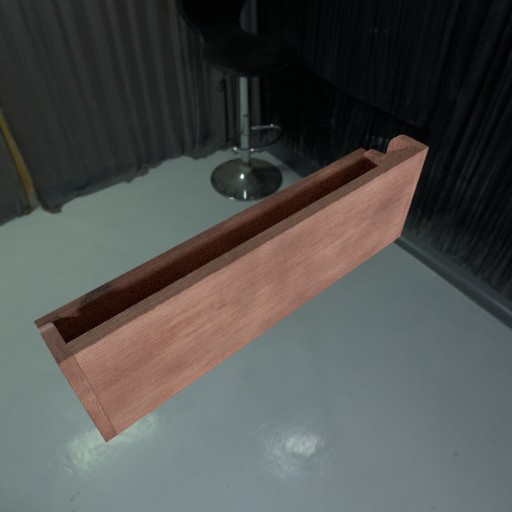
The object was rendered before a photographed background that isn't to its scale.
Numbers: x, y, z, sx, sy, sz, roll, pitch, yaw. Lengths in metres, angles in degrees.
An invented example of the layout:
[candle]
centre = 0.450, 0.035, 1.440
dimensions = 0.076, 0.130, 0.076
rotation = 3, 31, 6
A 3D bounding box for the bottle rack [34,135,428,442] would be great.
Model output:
[bottle rack]
centre = 0.000, 0.000, 0.672
dimensions = 0.608, 0.196, 0.126
rotation = -31, 53, -26
